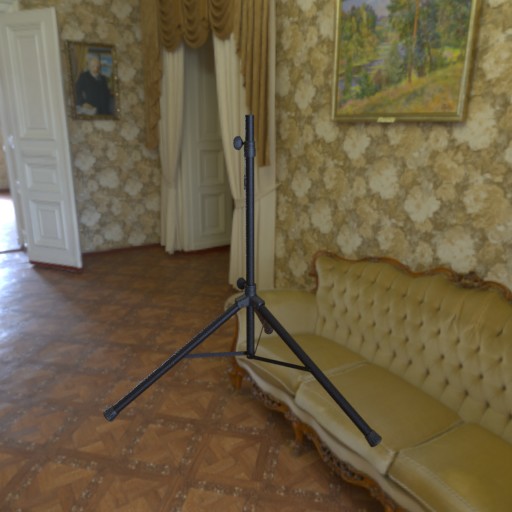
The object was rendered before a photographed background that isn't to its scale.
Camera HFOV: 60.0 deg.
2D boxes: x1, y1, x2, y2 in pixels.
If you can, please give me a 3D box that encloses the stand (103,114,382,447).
[{"bbox_3d":[0.000,0.000,1.886,1.045,1.136,0.907,3,16,10],"label":"stand"}]
